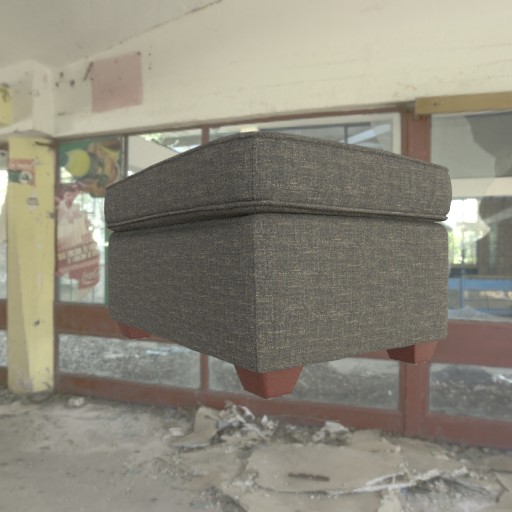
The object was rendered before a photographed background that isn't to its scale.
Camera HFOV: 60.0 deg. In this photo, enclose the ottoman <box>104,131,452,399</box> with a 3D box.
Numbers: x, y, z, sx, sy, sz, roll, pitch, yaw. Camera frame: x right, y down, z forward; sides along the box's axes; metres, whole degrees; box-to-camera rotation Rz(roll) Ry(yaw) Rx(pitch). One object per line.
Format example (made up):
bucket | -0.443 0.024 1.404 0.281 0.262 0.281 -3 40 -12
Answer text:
ottoman | 0.000 0.000 1.083 0.549 0.450 0.749 0 0 -36
